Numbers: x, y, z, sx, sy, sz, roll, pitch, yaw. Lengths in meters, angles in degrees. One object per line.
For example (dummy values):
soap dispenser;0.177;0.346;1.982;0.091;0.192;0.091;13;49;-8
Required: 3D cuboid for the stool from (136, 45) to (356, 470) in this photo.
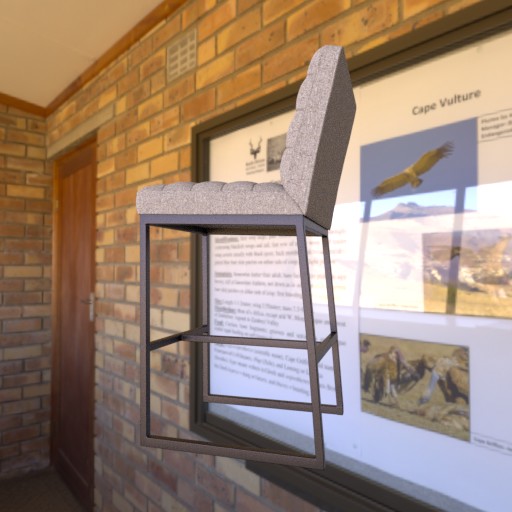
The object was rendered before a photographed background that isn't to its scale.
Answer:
stool;0.000;0.000;1.343;0.571;1.034;0.459;-1;-2;17
